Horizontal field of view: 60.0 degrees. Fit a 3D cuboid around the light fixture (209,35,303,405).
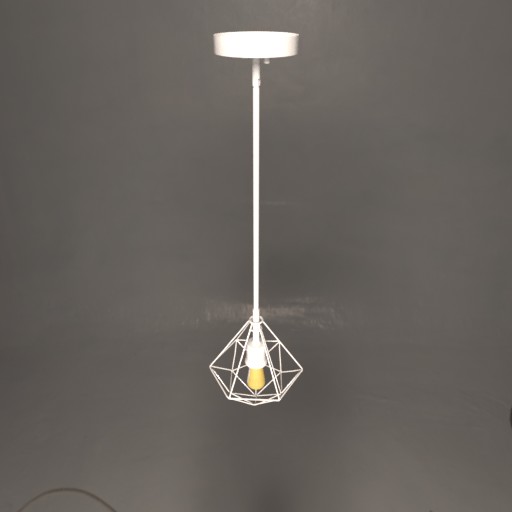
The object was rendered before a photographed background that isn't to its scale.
[{"bbox_3d":[0.000,0.000,1.969,0.487,1.764,0.431,1,30,2],"label":"light fixture"}]
